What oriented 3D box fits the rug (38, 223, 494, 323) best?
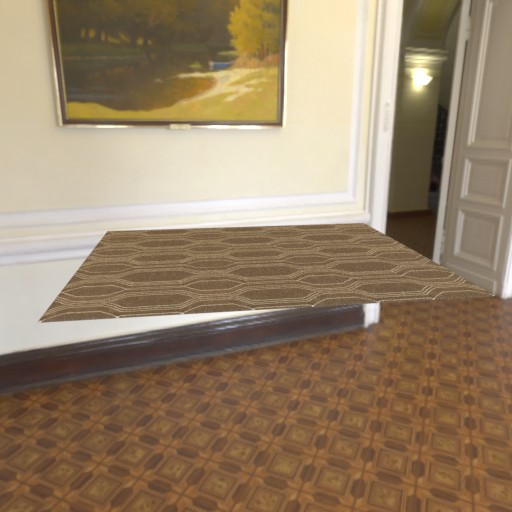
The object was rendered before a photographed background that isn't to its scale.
[{"bbox_3d":[0.000,0.000,4.090,3.062,0.012,2.457,-2,17,-8],"label":"rug"}]
